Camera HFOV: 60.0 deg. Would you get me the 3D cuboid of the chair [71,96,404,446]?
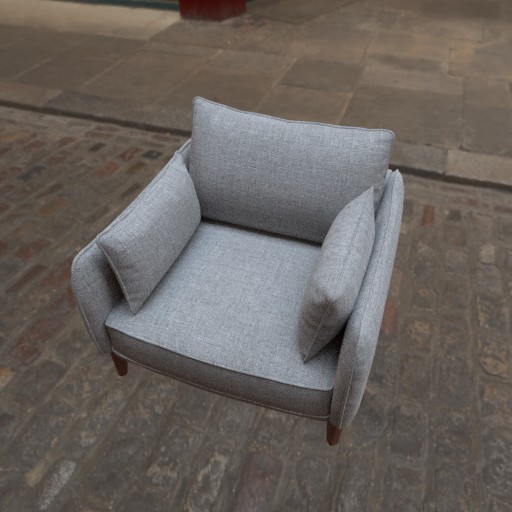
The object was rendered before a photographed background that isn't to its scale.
[{"bbox_3d":[0.000,0.000,1.689,0.993,0.839,0.976,13,44,14],"label":"chair"}]
